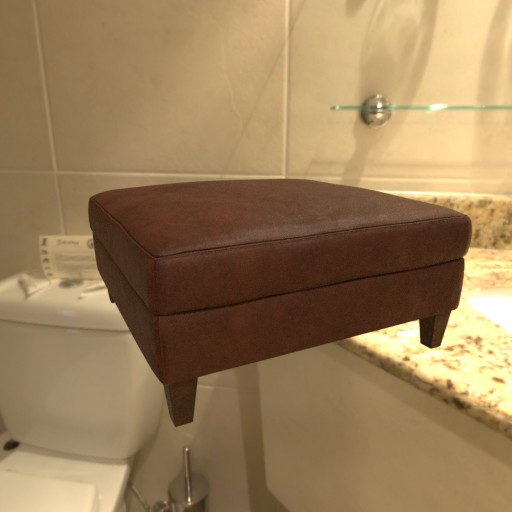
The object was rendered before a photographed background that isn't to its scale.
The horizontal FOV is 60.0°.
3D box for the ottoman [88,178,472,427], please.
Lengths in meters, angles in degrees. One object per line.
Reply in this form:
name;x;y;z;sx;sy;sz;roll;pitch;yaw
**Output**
ottoman;0.000;0.000;1.310;0.836;0.415;0.844;-8;18;-26
